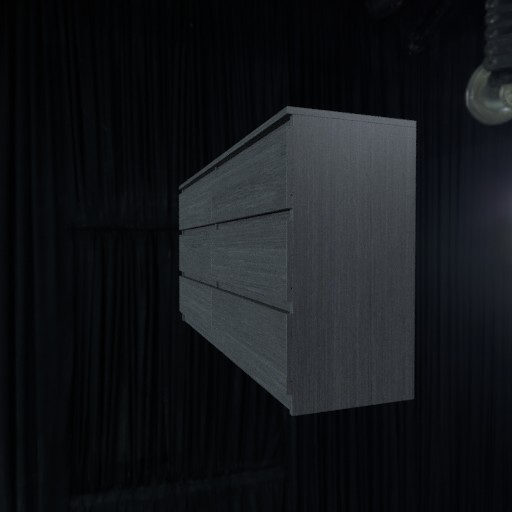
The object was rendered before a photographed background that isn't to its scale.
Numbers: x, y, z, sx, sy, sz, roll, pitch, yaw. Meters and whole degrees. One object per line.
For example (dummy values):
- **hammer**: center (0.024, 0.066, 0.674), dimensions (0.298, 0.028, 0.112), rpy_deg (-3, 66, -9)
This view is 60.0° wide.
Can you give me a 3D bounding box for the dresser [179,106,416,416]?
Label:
- **dresser**: center (0.000, 0.000, 1.949), dimensions (0.400, 0.795, 1.590), rpy_deg (0, 1, -20)
